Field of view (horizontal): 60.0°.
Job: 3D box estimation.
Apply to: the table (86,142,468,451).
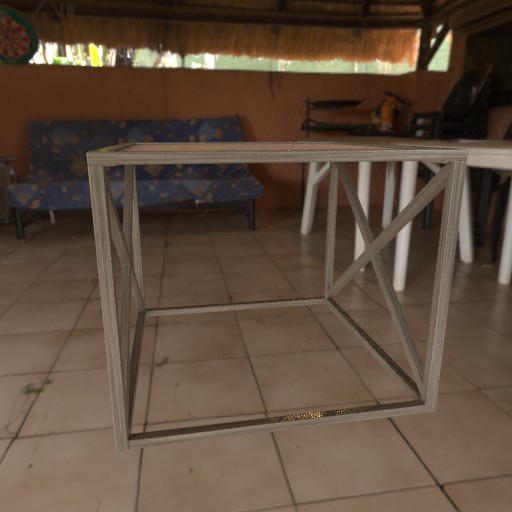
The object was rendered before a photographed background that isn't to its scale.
[{"bbox_3d":[0.000,0.000,1.045,0.609,0.507,0.611,-3,16,-10],"label":"table"}]
